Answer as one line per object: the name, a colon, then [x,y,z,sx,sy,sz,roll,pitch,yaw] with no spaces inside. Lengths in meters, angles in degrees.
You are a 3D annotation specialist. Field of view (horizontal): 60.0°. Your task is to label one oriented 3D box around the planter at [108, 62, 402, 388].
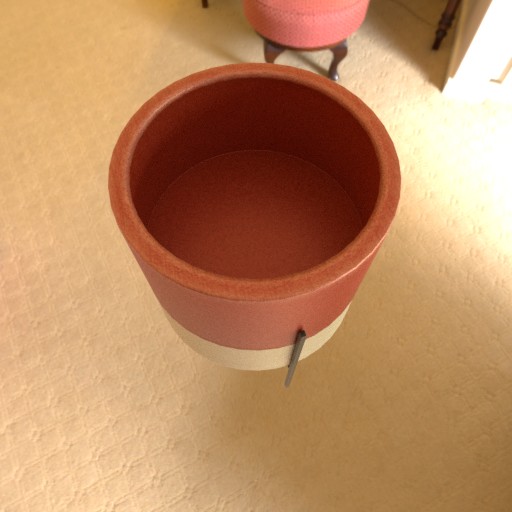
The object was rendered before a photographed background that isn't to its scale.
planter: [0.000,0.000,0.722,0.345,0.465,0.354,-18,65,-9]
